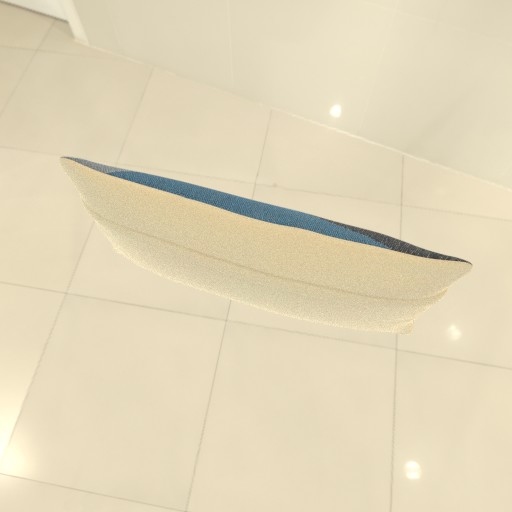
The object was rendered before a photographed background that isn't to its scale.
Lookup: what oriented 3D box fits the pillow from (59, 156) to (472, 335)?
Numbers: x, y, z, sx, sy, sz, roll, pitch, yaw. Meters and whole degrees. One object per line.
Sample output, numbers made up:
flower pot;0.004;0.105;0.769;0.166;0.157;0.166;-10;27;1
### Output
pillow;0.000;0.000;0.739;0.604;0.307;0.148;15;65;7
